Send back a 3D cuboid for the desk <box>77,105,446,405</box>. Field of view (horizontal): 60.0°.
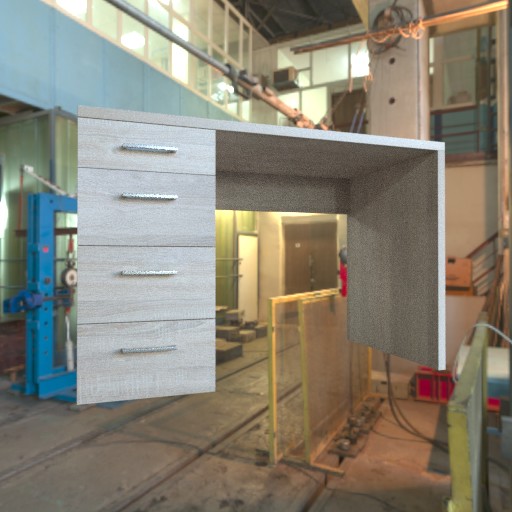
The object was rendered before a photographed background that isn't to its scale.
[{"bbox_3d":[0.000,0.000,1.515,1.100,0.731,0.600,0,0,-18],"label":"desk"}]
